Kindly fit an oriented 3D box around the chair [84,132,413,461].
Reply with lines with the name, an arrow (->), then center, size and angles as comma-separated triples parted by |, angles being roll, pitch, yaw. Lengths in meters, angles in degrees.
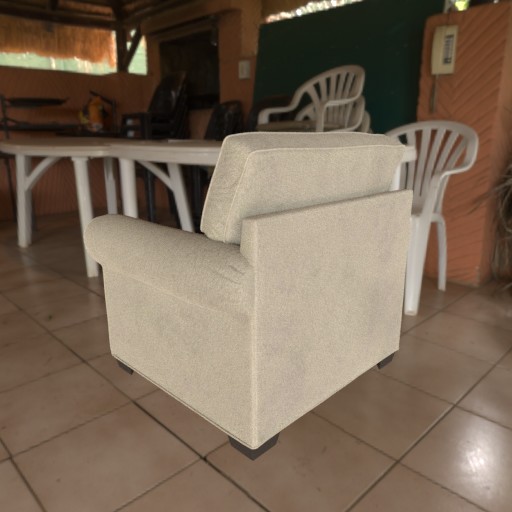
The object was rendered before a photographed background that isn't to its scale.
chair -> 0.000, 0.000, 1.935 | 0.939, 1.044, 1.147 | 15, 21, 42
